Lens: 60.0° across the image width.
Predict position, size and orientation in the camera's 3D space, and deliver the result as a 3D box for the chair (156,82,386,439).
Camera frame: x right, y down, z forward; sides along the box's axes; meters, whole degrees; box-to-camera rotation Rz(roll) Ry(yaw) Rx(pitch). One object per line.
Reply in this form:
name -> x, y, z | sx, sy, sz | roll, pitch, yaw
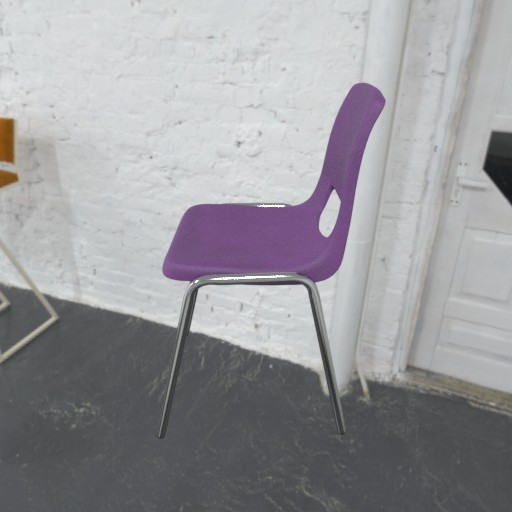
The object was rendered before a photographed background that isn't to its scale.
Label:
chair -> 0.000, 0.000, 0.969 | 0.432, 0.704, 0.381 | 0, 27, 0
